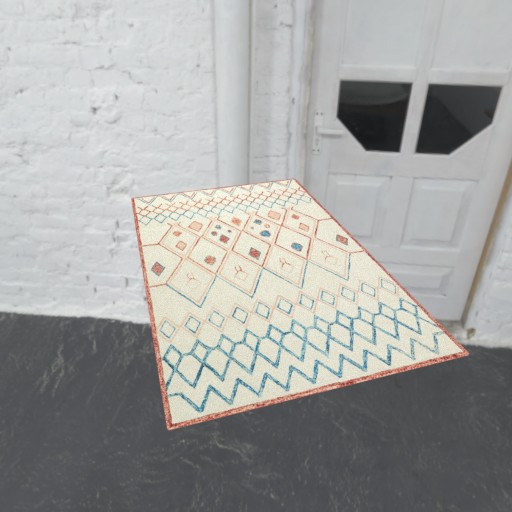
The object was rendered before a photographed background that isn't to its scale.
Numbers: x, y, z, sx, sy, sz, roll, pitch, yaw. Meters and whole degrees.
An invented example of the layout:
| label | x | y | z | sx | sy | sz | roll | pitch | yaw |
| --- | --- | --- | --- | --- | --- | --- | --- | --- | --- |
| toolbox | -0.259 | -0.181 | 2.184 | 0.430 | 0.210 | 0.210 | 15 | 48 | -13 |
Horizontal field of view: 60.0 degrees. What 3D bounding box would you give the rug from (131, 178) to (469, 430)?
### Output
| label | x | y | z | sx | sy | sz | roll | pitch | yaw |
| --- | --- | --- | --- | --- | --- | --- | --- | --- | --- |
| rug | 0.000 | 0.000 | 3.047 | 1.524 | 0.015 | 2.438 | -9 | 33 | -14 |
